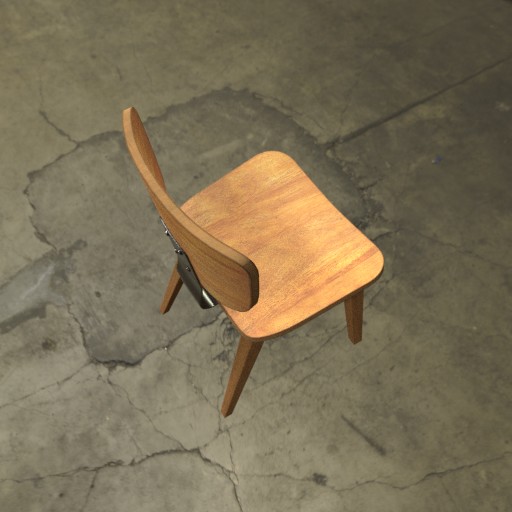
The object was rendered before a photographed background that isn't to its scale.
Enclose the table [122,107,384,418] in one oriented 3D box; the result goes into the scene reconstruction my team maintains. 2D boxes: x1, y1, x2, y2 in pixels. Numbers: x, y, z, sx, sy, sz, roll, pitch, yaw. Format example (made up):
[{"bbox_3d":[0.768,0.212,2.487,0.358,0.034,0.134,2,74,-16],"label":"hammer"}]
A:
[{"bbox_3d":[0.000,0.000,1.128,0.500,0.805,0.499,-29,63,-17],"label":"table"}]
